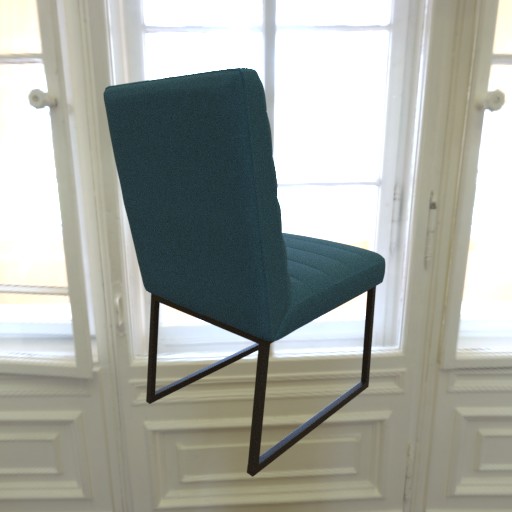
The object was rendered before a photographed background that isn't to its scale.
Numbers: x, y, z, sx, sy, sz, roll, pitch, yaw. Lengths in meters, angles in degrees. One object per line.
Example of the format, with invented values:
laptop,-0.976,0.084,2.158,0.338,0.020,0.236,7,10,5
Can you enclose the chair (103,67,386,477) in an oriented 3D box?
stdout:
chair,0.000,0.000,1.291,0.520,0.930,0.634,14,20,42
